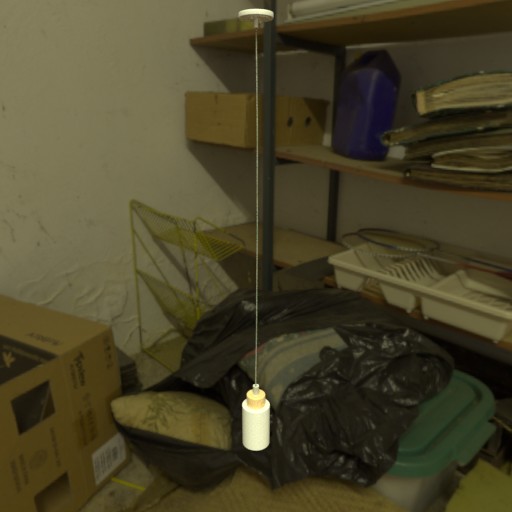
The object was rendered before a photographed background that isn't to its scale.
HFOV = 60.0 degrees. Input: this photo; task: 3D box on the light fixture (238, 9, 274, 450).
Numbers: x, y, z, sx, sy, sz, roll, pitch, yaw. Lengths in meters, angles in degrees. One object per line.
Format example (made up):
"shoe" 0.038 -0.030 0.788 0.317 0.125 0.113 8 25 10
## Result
"light fixture" 0.000 0.000 1.826 0.125 1.798 0.125 7 17 24
